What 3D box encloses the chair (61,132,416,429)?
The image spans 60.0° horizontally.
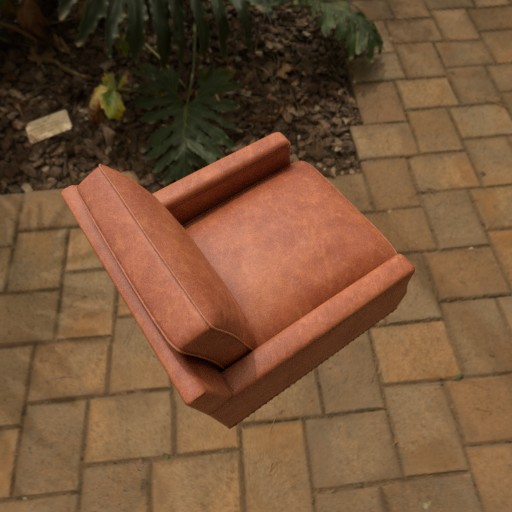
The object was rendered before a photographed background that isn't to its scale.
[{"bbox_3d":[0.000,0.000,1.730,1.014,0.943,0.853,-31,64,-17],"label":"chair"}]
